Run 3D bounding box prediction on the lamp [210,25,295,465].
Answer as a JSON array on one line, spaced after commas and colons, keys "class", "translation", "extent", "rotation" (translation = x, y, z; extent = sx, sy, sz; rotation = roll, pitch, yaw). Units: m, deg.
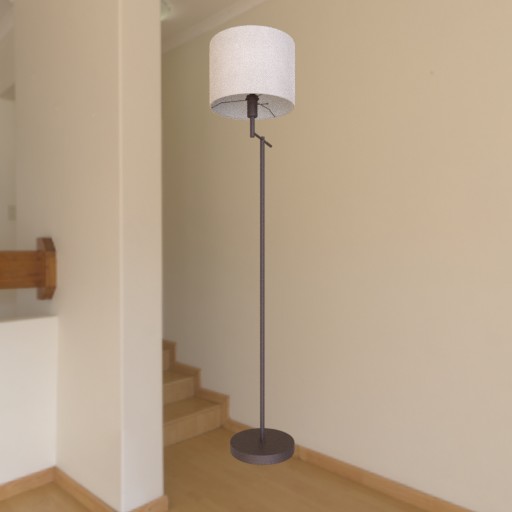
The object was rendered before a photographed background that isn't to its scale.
[{"class": "lamp", "translation": [0.000, 0.000, 1.745], "extent": [0.324, 1.600, 0.416], "rotation": [0, 1, 18]}]
